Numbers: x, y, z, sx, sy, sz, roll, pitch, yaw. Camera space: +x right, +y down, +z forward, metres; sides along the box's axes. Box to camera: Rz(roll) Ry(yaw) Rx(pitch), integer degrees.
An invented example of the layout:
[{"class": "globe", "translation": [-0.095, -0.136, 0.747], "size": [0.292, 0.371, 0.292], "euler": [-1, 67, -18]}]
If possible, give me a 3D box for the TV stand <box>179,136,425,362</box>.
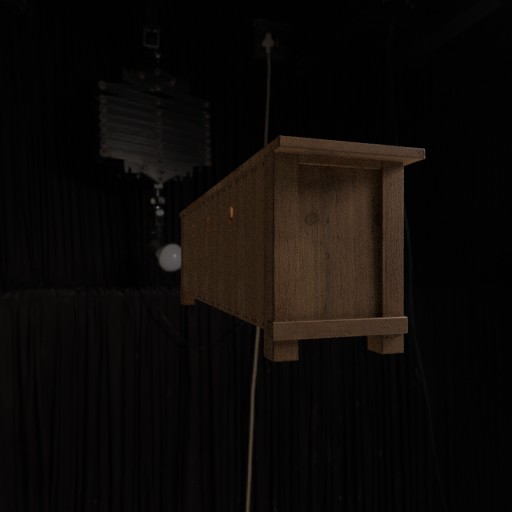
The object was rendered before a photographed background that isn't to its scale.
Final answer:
[{"class": "TV stand", "translation": [0.000, 0.000, 2.022], "size": [0.453, 0.573, 1.804], "euler": [0, -1, -18]}]
